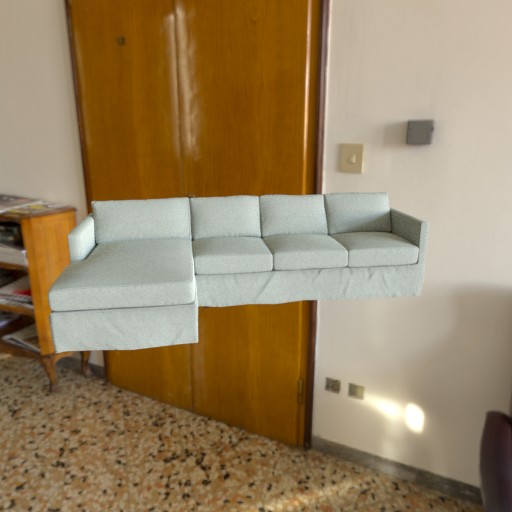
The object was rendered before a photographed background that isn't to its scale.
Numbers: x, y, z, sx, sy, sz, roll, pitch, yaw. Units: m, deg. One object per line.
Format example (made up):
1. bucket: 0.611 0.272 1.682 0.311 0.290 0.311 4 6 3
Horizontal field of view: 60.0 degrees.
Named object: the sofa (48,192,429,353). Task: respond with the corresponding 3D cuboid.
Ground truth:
1. sofa: 0.000 0.000 3.996 3.205 0.922 1.650 -2 17 -8
